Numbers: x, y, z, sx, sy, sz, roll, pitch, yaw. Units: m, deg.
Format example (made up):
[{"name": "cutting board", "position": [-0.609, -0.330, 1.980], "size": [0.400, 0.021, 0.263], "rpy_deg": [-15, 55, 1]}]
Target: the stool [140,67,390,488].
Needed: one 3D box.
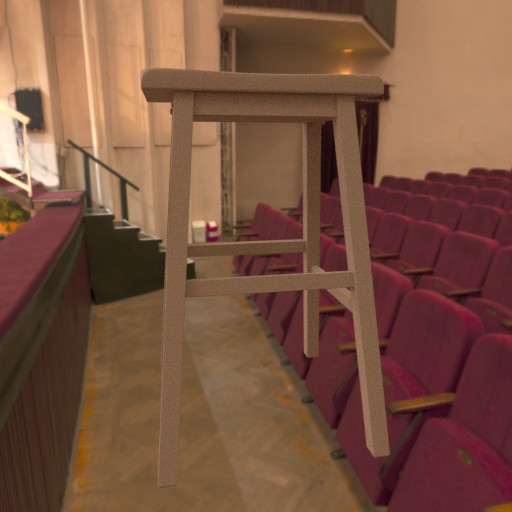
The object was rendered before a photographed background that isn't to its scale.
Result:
[{"name": "stool", "position": [0.000, 0.000, 0.990], "size": [0.457, 0.737, 0.476], "rpy_deg": [-3, 14, -11]}]
